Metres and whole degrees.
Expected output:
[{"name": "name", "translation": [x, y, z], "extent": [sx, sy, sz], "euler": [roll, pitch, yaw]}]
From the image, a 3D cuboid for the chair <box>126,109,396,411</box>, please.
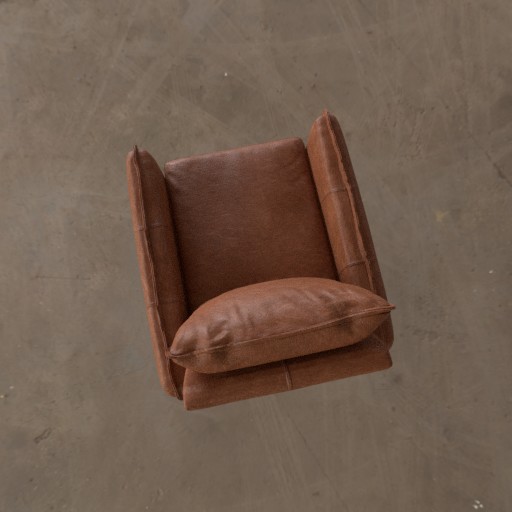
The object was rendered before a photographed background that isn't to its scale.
[{"name": "chair", "translation": [0.000, 0.000, 1.620], "extent": [0.830, 0.922, 0.922], "euler": [-11, 77, -3]}]
